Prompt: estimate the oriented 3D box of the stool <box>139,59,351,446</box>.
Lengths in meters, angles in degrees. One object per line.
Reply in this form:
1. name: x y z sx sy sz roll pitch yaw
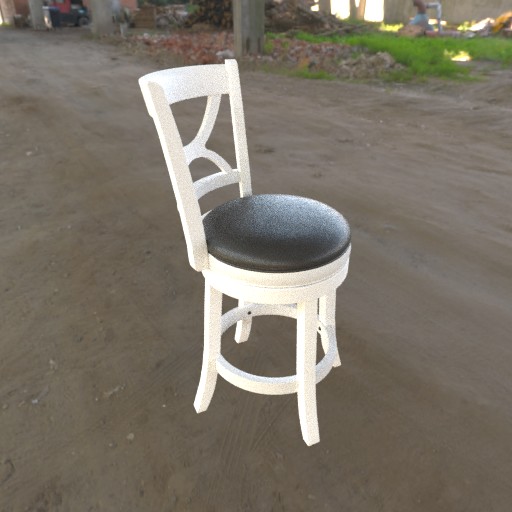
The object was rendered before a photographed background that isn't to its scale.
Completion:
1. stool: 0.000 0.000 1.228 0.508 0.953 0.444 10 31 17
